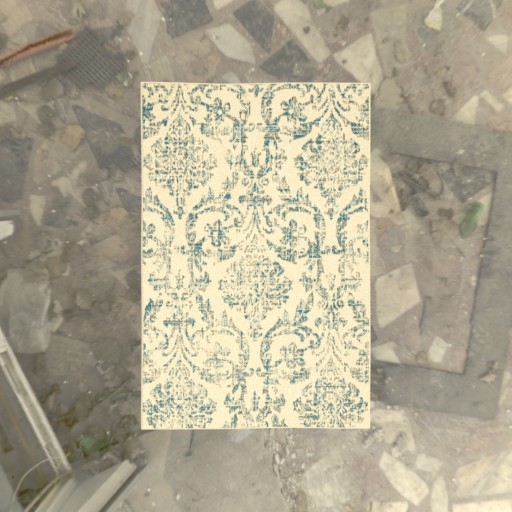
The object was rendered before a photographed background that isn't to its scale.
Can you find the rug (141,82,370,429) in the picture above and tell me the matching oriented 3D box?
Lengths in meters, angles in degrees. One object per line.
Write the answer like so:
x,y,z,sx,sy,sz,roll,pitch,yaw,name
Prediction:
0.000,0.000,2.341,1.213,0.012,1.831,0,90,-1,rug
